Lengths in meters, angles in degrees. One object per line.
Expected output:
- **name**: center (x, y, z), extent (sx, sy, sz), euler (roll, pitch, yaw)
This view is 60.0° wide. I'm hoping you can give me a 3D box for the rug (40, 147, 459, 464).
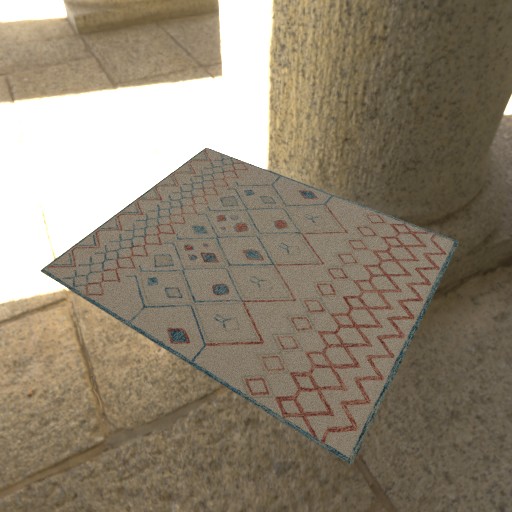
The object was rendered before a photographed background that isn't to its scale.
- **rug**: center (0.000, 0.000, 4.108), extent (3.050, 0.016, 2.441), euler (25, 51, 22)
